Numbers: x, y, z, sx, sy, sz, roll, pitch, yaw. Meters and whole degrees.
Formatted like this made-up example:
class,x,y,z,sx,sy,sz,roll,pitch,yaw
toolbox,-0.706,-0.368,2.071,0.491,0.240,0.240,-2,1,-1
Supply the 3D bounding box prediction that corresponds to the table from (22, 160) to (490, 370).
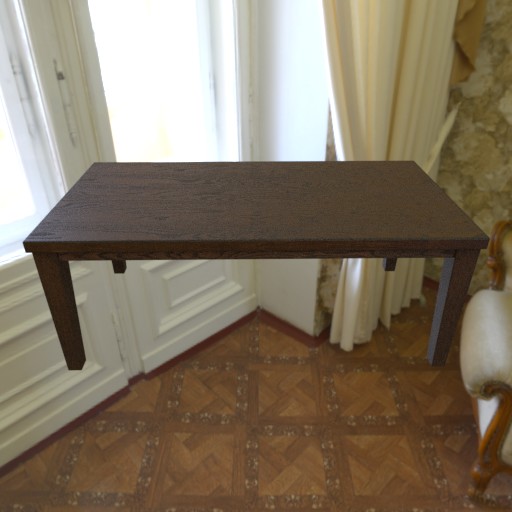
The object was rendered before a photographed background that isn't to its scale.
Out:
class,x,y,z,sx,sy,sz,roll,pitch,yaw
table,0.000,0.000,2.503,1.981,0.762,1.016,0,31,-1
